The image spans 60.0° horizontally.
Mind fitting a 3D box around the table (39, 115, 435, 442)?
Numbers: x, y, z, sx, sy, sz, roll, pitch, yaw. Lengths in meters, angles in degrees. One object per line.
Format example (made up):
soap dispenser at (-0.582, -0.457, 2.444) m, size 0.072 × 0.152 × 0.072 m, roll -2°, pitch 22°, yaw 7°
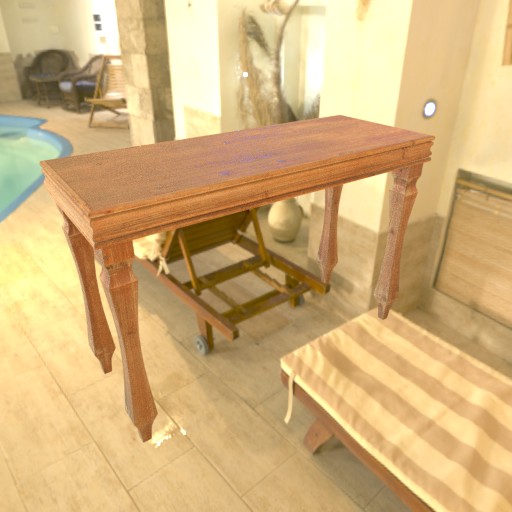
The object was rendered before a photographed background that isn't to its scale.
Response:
table at (0.000, 0.000, 1.772) m, size 1.330 × 0.873 × 0.522 m, roll -18°, pitch 33°, yaw -30°
